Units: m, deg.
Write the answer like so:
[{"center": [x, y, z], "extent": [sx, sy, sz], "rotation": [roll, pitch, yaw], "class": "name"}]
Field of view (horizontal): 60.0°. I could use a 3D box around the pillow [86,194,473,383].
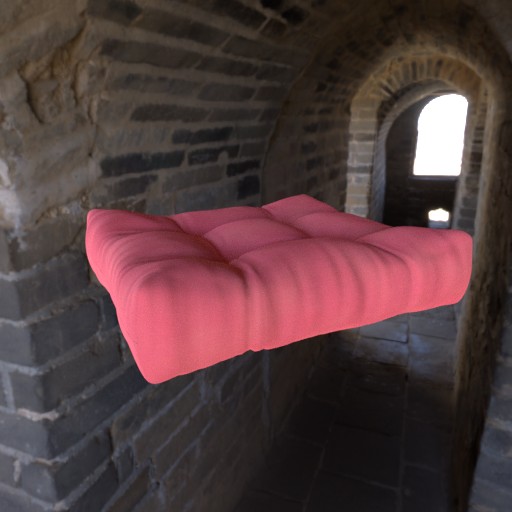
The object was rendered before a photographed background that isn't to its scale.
[{"center": [0.000, 0.000, 0.730], "extent": [0.490, 0.128, 0.468], "rotation": [-8, 18, -25], "class": "pillow"}]
